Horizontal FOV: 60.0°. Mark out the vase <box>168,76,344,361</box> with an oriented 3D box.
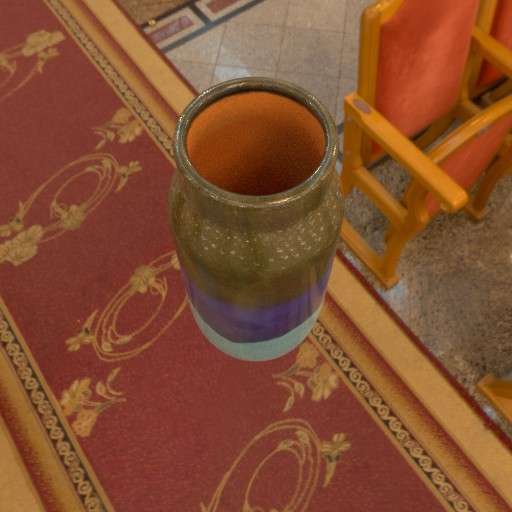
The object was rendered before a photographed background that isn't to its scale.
[{"bbox_3d":[0.000,0.000,0.386,0.139,0.313,0.139,0,65,0],"label":"vase"}]
